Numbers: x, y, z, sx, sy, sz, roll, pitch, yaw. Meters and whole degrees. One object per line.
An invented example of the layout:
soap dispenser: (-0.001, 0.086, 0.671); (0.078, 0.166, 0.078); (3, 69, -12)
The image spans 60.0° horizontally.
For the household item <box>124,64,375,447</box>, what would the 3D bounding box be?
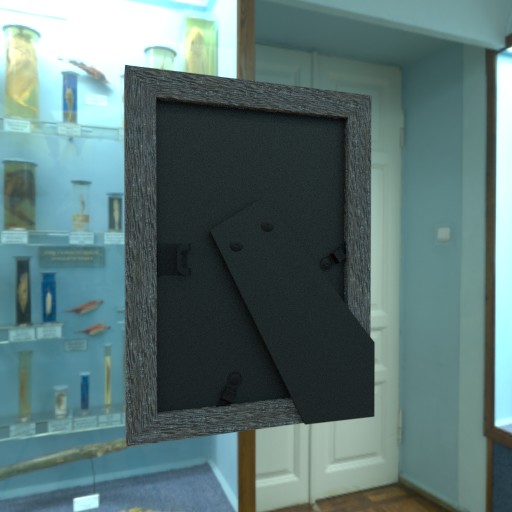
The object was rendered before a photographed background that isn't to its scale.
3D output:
household item: (0.000, 0.000, 0.235); (0.133, 0.180, 0.020); (0, 1, -18)
